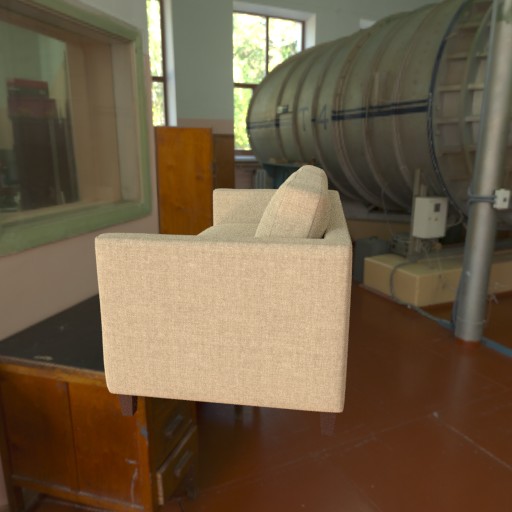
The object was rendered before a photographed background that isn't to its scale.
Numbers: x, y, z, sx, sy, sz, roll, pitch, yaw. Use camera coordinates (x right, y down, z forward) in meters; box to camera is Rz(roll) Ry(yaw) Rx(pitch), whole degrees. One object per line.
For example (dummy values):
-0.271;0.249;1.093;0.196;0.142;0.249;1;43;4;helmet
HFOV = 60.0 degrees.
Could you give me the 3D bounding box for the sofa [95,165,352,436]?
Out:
0.000;0.000;2.481;0.950;0.963;1.884;2;14;8;sofa
